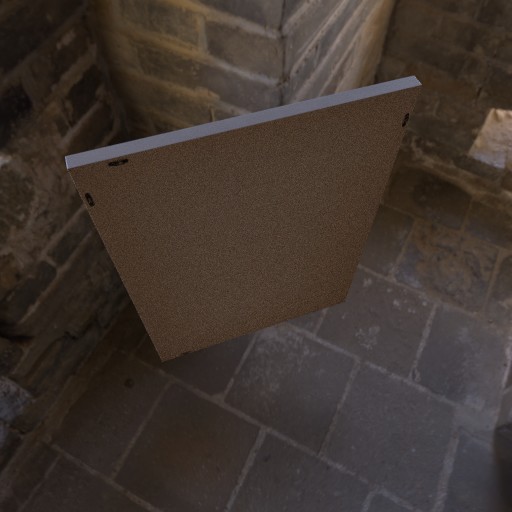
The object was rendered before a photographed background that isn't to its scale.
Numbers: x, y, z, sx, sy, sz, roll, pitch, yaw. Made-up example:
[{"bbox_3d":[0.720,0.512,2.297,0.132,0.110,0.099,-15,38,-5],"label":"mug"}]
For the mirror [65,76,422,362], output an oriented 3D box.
[{"bbox_3d":[0.000,0.000,1.333,0.762,1.016,0.041,-16,58,-11],"label":"mirror"}]
